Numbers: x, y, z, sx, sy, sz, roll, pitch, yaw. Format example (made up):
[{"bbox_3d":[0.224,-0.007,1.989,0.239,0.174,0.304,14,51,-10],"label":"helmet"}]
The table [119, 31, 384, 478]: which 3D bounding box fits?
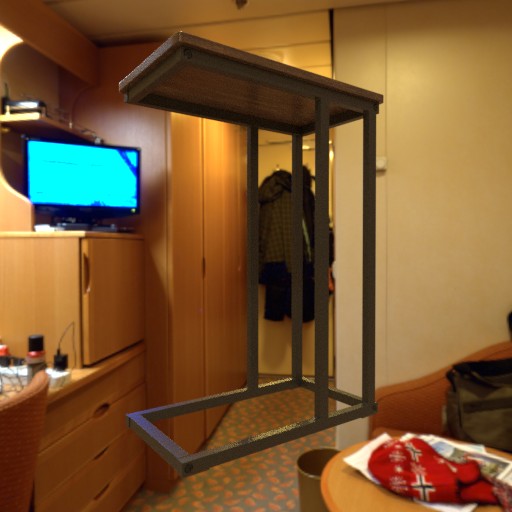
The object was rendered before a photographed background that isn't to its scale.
[{"bbox_3d":[0.000,0.000,0.857,0.450,0.637,0.254,-1,1,-36],"label":"table"}]
